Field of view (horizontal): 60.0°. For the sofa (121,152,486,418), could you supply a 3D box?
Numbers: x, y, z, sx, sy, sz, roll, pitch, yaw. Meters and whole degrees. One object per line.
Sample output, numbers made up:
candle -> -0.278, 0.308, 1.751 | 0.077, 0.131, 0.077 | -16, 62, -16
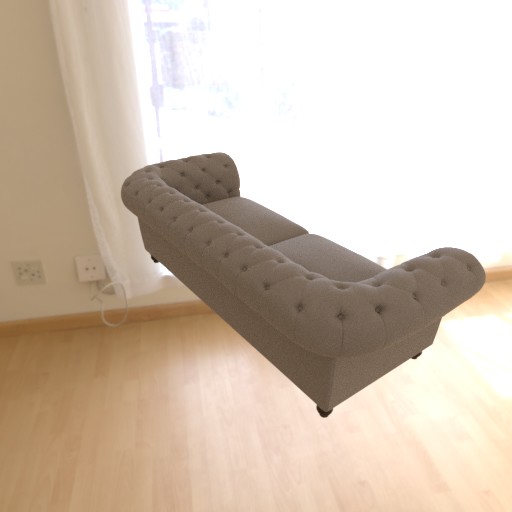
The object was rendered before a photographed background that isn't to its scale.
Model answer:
sofa -> 0.000, 0.000, 2.792 | 0.991, 0.749, 2.411 | -19, 34, -31
